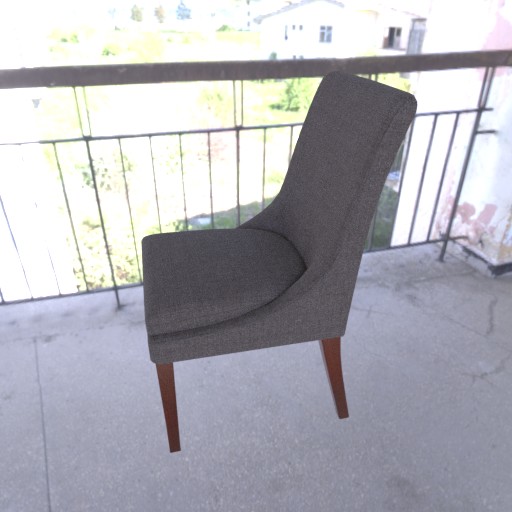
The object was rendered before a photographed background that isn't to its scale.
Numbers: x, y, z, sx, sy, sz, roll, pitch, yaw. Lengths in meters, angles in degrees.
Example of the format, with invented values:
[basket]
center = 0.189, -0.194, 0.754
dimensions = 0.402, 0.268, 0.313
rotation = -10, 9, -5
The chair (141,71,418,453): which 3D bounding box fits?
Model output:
[chair]
center = 0.000, 0.000, 1.305
dimensions = 0.655, 0.952, 0.508
rotation = -7, 30, -12
